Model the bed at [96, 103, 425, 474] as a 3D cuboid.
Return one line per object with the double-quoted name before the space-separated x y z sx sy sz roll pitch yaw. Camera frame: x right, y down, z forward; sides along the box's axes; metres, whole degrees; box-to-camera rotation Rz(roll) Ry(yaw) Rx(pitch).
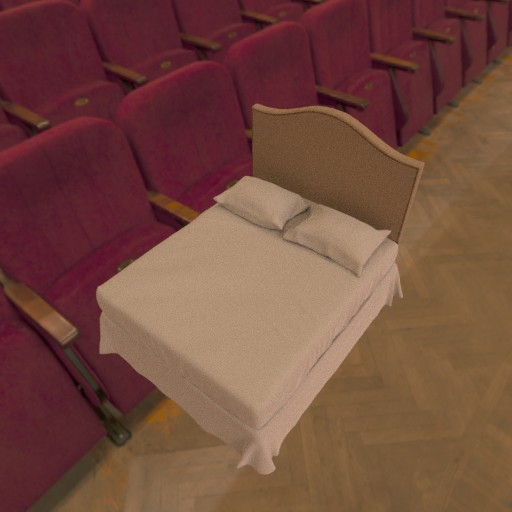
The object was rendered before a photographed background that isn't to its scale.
"bed" 0.000 0.000 3.468 1.876 1.645 2.221 29 51 26
